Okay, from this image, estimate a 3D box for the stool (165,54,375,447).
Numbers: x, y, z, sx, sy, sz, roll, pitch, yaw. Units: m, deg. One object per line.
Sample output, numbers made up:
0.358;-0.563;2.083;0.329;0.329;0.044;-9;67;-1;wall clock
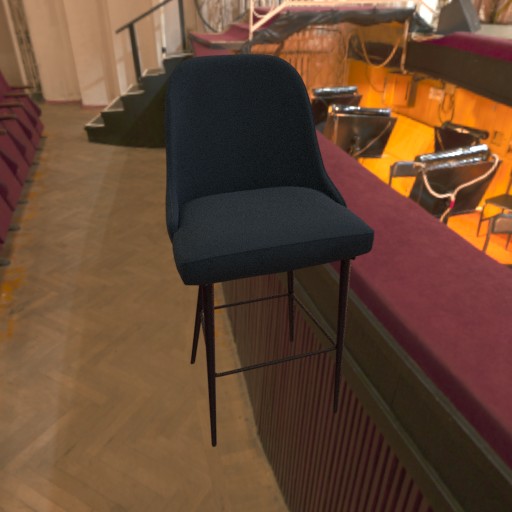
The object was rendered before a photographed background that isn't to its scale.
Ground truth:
0.000;0.000;1.355;0.527;1.079;0.489;-9;32;-15;stool
